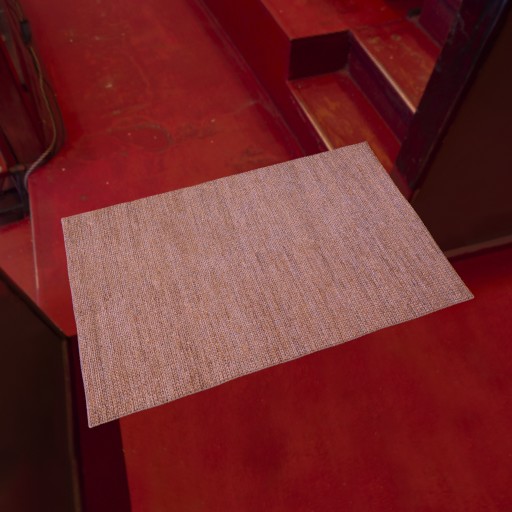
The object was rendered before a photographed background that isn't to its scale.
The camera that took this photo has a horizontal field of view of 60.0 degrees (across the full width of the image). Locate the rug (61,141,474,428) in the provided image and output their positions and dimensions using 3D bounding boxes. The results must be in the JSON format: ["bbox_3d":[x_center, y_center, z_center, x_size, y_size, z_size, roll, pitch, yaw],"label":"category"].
[{"bbox_3d":[0.000,0.000,3.012,2.438,0.034,1.521,-16,58,-10],"label":"rug"}]
